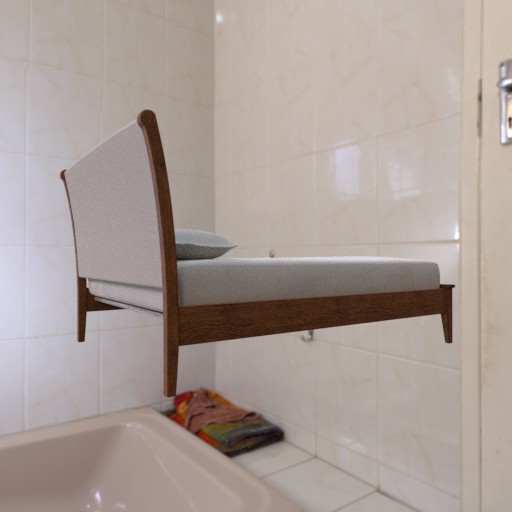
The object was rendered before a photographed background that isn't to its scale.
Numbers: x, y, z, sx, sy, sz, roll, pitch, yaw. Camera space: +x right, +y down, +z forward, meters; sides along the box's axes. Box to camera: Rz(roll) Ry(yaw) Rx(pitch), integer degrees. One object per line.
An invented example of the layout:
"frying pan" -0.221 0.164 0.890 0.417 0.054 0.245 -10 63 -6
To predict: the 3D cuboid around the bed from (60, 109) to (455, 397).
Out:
"bed" 0.000 0.000 2.893 2.108 1.135 1.502 0 0 -35
